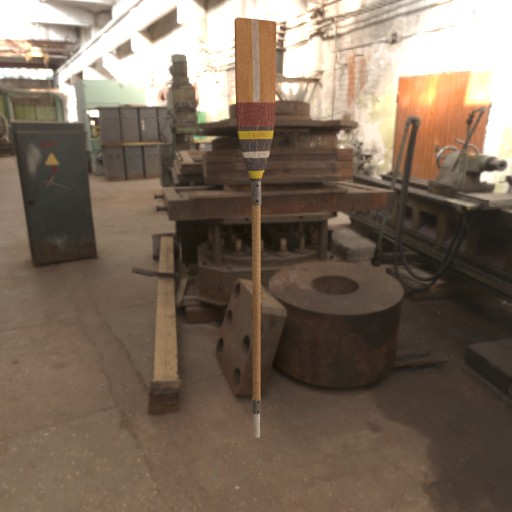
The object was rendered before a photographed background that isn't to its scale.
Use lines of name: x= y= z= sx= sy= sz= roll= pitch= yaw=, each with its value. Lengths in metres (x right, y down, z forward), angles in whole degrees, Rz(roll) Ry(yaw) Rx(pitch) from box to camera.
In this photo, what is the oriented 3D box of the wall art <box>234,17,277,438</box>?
wall art: x=0.000 y=0.000 z=1.617 sx=0.146 sy=1.556 sz=0.038 roll=-8 pitch=18 yaw=-26
